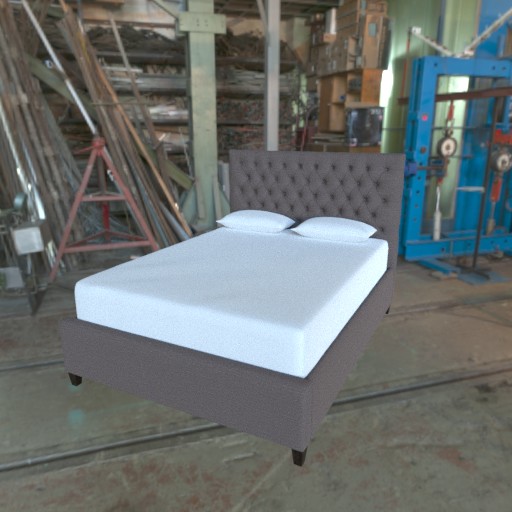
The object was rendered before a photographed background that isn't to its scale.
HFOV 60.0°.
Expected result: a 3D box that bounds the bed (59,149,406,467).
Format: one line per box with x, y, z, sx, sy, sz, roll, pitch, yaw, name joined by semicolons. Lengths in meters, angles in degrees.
0.000;0.000;3.301;1.696;1.426;2.233;8;18;26;bed
